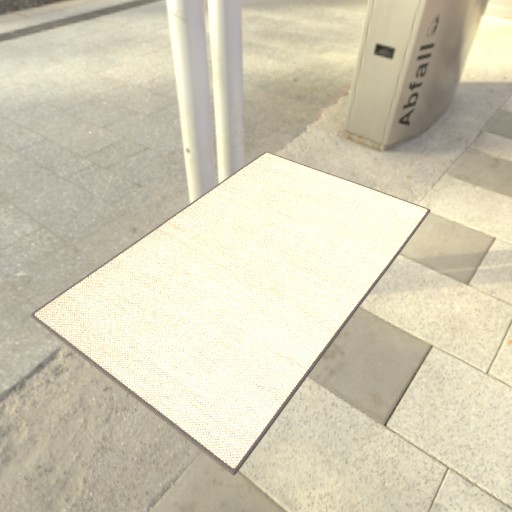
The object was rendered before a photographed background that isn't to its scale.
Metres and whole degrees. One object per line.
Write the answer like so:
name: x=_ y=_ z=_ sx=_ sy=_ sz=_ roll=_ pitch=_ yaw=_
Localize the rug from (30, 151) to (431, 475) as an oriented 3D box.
rug: x=0.000 y=0.000 z=2.067 sx=1.067 sy=0.013 sz=1.676 roll=26 pitch=48 yaw=26
